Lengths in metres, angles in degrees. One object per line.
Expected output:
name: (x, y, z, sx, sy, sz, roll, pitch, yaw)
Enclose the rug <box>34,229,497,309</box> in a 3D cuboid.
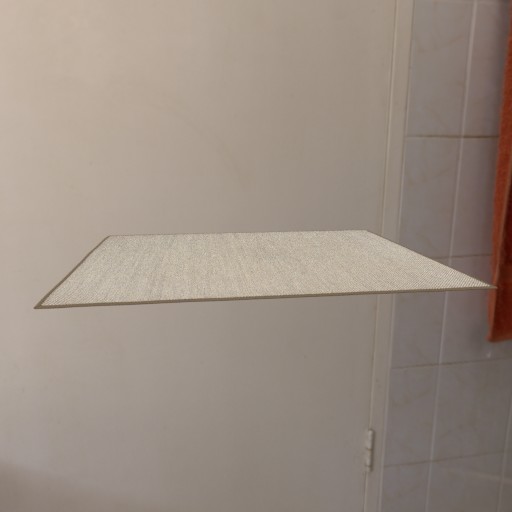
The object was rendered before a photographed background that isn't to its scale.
rug: (0.000, 0.000, 3.993, 3.041, 0.020, 2.413, -2, 13, -8)
